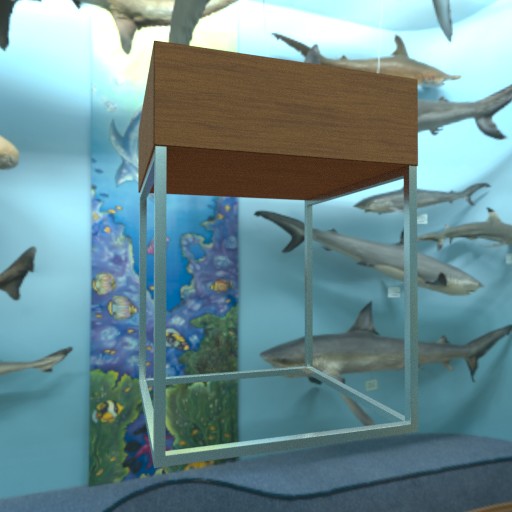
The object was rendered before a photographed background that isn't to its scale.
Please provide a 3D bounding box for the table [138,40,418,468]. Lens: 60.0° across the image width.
[{"bbox_3d":[0.000,0.000,0.807,0.397,0.540,0.398,0,-1,-18],"label":"table"}]
